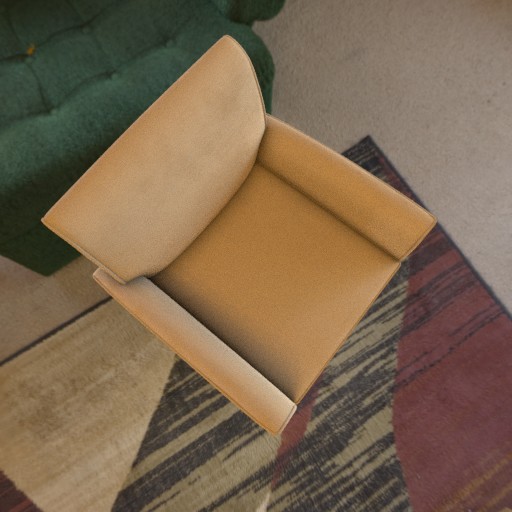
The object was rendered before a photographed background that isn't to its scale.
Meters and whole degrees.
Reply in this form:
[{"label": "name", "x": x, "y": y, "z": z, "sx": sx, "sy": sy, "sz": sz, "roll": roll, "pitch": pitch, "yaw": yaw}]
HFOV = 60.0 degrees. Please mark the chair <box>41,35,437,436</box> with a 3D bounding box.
[{"label": "chair", "x": 0.000, "y": 0.000, "z": 1.531, "sx": 0.821, "sy": 0.915, "sz": 0.820, "roll": 38, "pitch": 78, "yaw": 10}]
